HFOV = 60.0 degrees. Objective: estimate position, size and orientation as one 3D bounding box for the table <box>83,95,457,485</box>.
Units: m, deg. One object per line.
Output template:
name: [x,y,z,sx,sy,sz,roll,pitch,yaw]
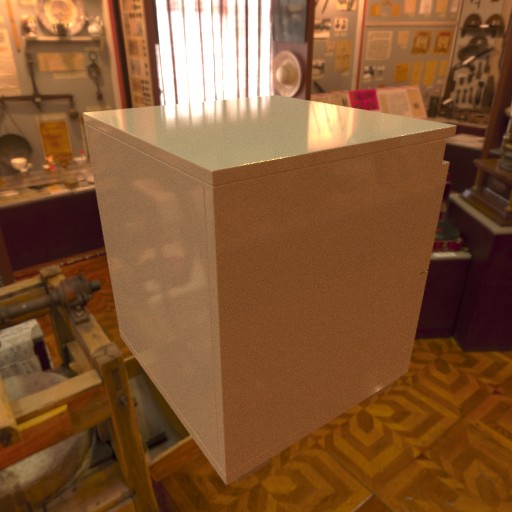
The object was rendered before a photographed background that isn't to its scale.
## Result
table: [0.000,0.000,0.782,0.400,0.470,0.420,-18,32,-31]
